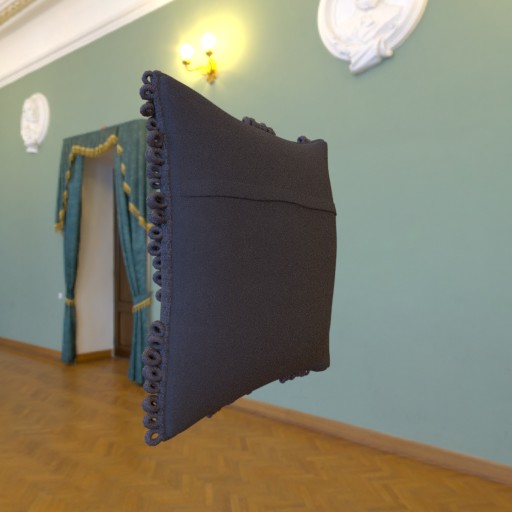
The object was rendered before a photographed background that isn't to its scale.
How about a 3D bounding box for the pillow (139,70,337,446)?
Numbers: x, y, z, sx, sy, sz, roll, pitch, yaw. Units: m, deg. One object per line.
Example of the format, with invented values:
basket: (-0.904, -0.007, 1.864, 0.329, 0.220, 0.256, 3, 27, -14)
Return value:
pillow: (0.000, 0.000, 0.725, 0.172, 0.467, 0.470, 0, 0, 36)
